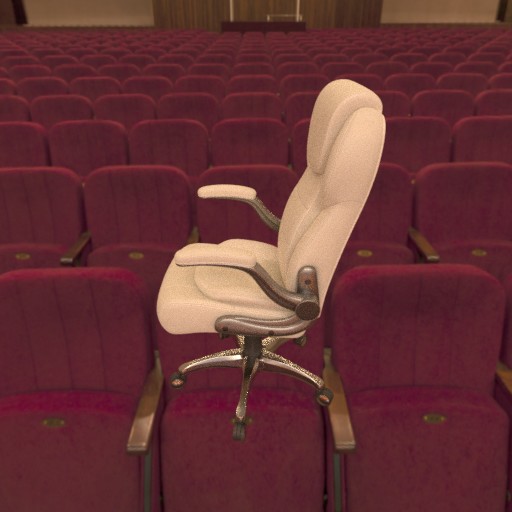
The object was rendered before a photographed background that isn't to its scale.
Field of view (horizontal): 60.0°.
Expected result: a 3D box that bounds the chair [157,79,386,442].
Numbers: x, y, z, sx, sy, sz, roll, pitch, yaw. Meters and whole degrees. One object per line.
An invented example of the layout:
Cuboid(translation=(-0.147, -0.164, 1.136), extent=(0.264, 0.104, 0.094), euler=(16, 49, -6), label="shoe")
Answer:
Cuboid(translation=(0.000, 0.000, 1.822), extent=(0.806, 1.330, 0.755), euler=(0, 27, 0), label="chair")
